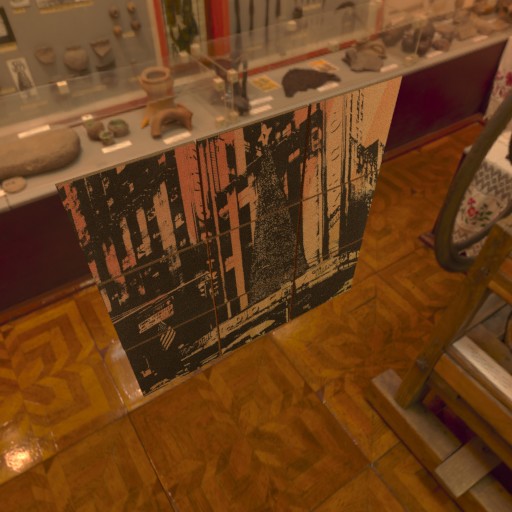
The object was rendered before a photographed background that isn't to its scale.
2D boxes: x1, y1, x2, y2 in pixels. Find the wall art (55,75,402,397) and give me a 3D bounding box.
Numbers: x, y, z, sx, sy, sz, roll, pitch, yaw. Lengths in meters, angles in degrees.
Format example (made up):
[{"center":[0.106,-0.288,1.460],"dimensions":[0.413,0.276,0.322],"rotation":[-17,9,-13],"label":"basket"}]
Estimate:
[{"center":[0.000,0.000,1.366],"dimensions":[0.919,0.917,0.010],"rotation":[-24,51,-21],"label":"wall art"}]
